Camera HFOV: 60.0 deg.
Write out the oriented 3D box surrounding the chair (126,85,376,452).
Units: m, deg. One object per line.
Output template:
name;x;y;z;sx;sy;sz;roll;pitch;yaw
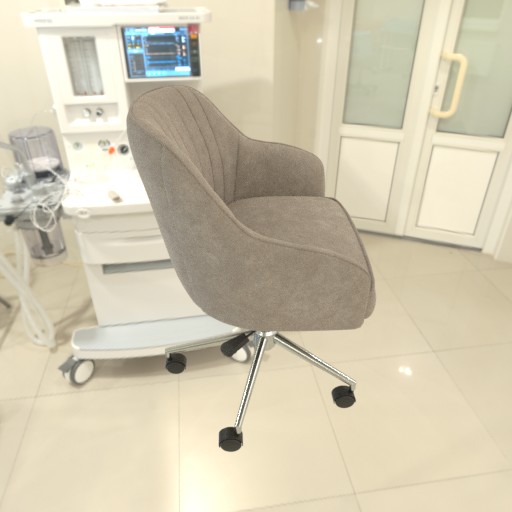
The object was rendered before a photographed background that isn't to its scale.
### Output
chair;0.000;0.000;1.217;0.573;0.831;0.635;-1;33;-1
